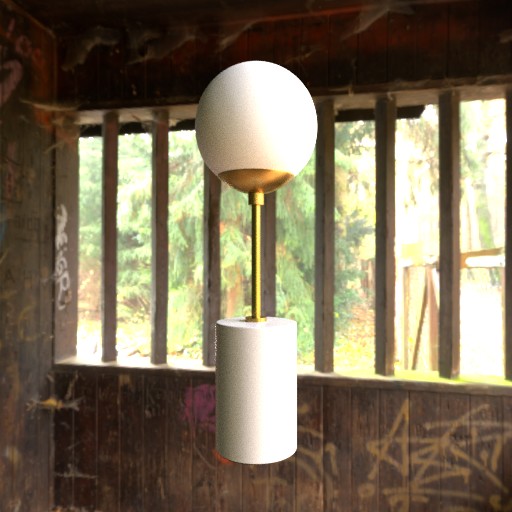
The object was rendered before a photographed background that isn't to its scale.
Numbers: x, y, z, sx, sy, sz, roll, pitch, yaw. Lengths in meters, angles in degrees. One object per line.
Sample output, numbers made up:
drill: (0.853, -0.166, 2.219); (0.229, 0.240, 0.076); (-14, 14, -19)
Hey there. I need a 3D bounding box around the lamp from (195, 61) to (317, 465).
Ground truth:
lamp: (0.000, 0.000, 0.561); (0.153, 0.480, 0.153); (0, -1, 0)
